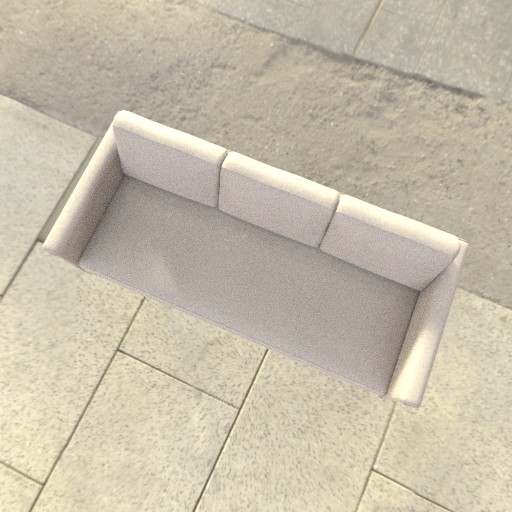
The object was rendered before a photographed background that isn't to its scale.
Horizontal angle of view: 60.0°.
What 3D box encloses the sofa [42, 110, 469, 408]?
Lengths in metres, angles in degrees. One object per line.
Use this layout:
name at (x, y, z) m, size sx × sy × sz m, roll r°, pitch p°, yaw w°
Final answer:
sofa at (0.000, 0.000, 2.687) m, size 2.210 × 0.838 × 0.959 m, roll 22°, pitch 76°, yaw 6°
